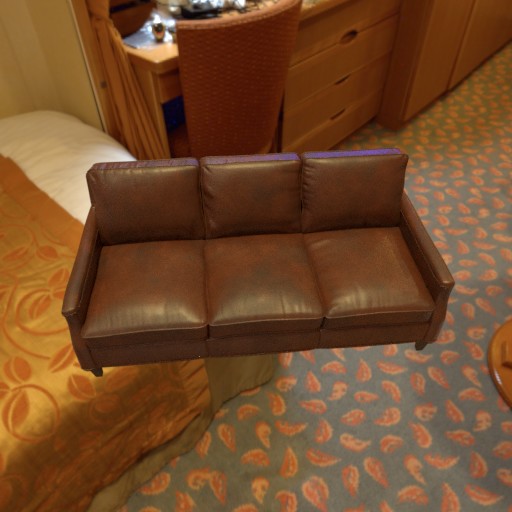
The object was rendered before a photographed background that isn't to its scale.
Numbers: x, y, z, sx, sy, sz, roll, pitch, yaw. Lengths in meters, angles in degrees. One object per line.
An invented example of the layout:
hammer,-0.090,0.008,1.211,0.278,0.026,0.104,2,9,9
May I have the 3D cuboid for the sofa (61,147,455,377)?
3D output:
sofa,0.000,0.000,2.878,2.240,1.003,1.084,-4,46,-4
